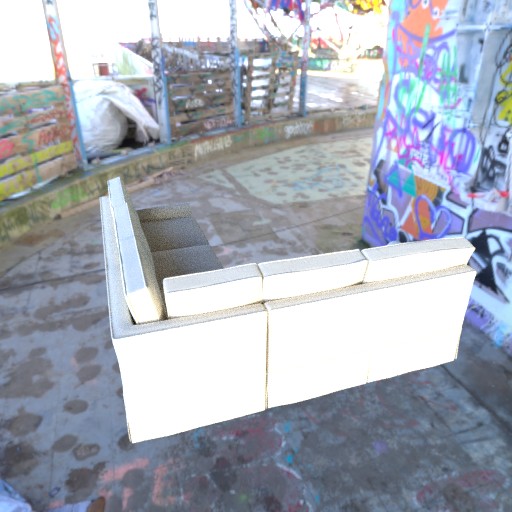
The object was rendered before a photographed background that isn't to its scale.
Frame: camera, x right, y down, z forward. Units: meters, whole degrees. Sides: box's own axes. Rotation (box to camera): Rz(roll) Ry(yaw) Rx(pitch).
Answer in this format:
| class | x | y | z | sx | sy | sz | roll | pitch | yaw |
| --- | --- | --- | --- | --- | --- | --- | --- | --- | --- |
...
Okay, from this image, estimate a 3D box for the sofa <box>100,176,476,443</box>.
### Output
| class | x | y | z | sx | sy | sz | roll | pitch | yaw |
| --- | --- | --- | --- | --- | --- | --- | --- | --- | --- |
| sofa | 0.000 | 0.000 | 4.063 | 2.591 | 1.070 | 2.597 | -9 | 28 | -17 |
